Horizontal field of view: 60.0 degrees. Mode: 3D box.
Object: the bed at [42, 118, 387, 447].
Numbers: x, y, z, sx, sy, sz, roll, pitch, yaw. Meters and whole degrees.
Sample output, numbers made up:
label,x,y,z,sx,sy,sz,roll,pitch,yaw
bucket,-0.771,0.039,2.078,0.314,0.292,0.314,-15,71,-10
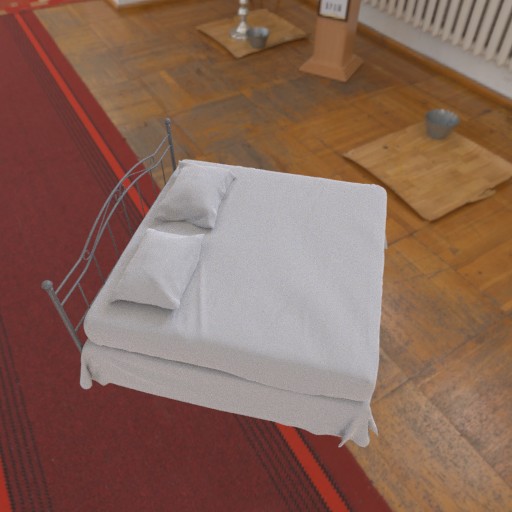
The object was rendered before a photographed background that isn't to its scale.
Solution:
label,x,y,z,sx,sy,sz,roll,pitch,yaw
bed,0.000,0.000,3.551,2.220,1.080,2.309,10,47,9
